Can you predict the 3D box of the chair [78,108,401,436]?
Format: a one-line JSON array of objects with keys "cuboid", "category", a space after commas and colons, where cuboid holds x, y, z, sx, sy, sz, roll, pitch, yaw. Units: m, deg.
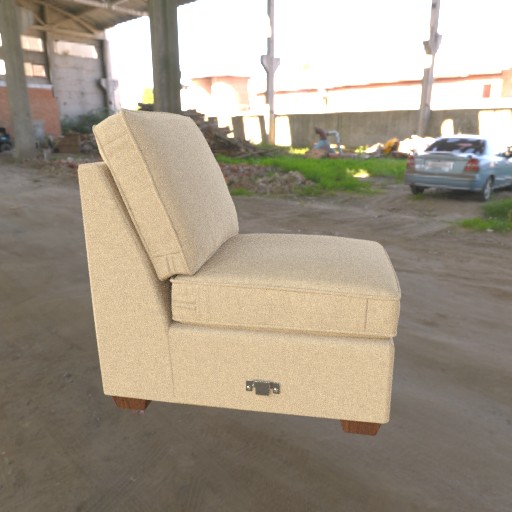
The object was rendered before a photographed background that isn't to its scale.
[{"cuboid": [0.000, 0.000, 1.558, 0.938, 0.970, 0.621, 3, 16, 10], "category": "chair"}]
